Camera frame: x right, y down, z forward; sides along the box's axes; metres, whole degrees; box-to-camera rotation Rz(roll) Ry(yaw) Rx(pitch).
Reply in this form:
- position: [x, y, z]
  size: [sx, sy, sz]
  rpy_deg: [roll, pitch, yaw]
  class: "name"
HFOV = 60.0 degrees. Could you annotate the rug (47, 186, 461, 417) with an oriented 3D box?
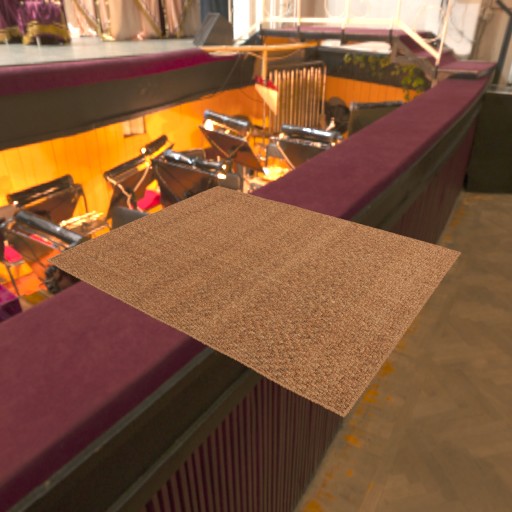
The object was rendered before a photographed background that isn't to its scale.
- position: [0.000, 0.000, 4.127]
  size: [3.048, 0.013, 2.439]
  rpy_deg: [20, 35, 31]
  class: "rug"
